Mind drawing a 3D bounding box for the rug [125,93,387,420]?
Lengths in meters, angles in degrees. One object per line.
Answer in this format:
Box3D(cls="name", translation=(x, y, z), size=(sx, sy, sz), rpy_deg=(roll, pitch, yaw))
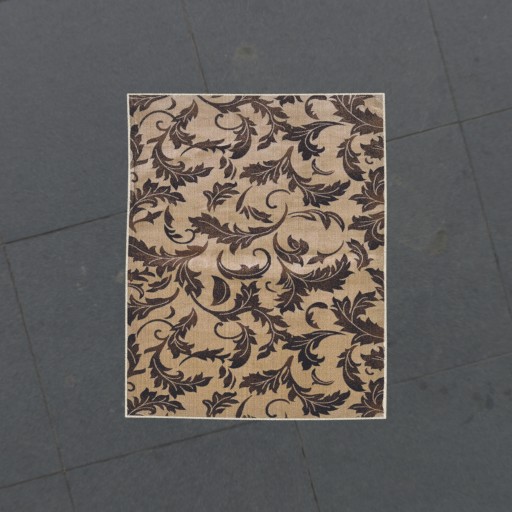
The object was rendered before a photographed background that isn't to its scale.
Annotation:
Box3D(cls="rug", translation=(0.000, 0.000, 4.041), size=(2.380, 0.008, 2.977), rpy_deg=(0, 89, 0))
